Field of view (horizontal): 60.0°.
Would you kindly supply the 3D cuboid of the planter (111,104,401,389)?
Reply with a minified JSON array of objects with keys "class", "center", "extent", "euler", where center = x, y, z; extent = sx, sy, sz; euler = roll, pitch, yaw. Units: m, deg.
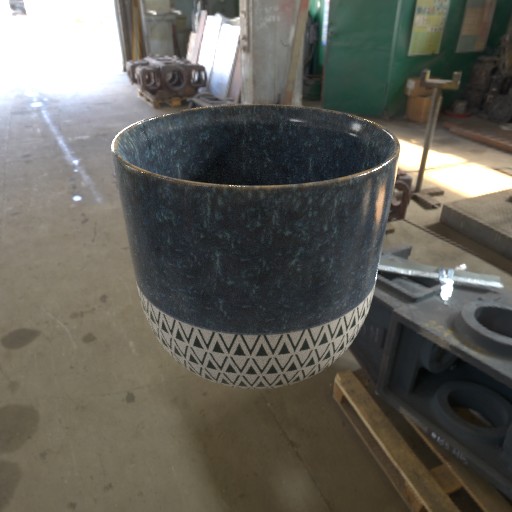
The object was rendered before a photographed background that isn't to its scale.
[{"class":"planter","center":[0.000,0.000,0.491],"extent":[0.266,0.270,0.266],"euler":[0,31,0]}]
